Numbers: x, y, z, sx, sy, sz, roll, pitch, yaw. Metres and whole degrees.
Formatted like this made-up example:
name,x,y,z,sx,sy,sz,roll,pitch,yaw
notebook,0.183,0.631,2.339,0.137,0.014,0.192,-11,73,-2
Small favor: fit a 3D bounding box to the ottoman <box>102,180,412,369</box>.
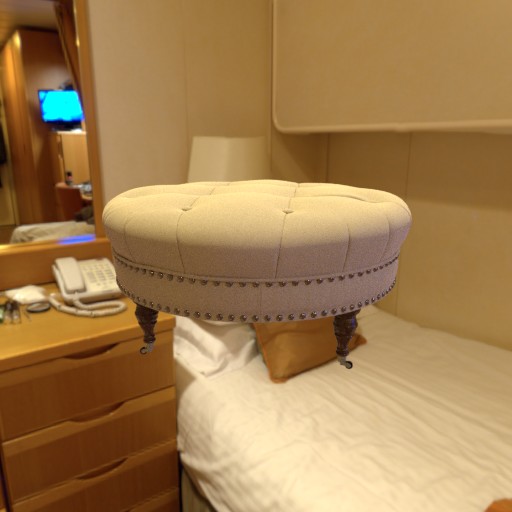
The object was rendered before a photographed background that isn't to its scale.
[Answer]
name,x,y,z,sx,sy,sz,roll,pitch,yaw
ottoman,0.000,0.000,1.393,0.901,0.439,0.901,0,15,0
